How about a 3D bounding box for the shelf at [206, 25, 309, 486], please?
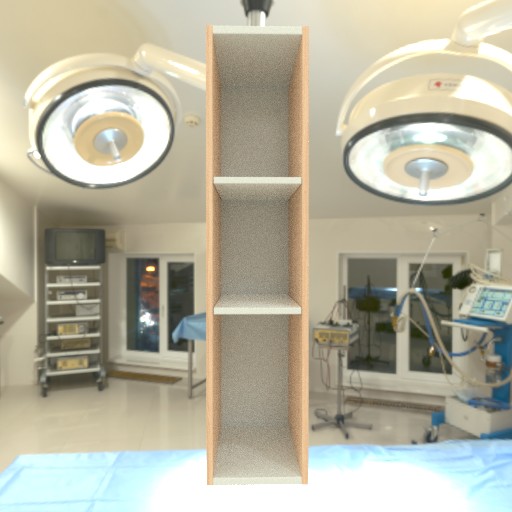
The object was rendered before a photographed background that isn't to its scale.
[{"bbox_3d":[0.000,0.000,0.993,0.197,0.882,0.290,0,1,-1],"label":"shelf"}]
